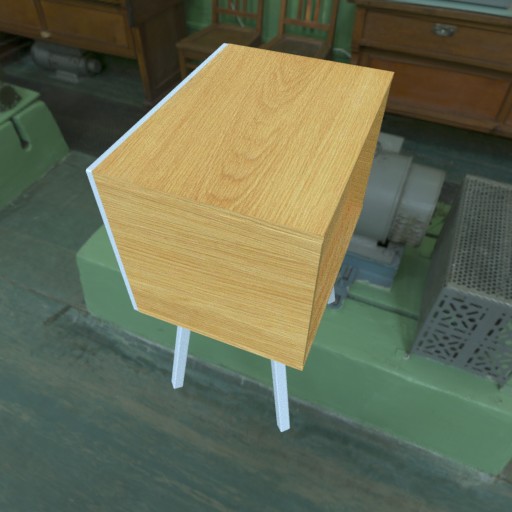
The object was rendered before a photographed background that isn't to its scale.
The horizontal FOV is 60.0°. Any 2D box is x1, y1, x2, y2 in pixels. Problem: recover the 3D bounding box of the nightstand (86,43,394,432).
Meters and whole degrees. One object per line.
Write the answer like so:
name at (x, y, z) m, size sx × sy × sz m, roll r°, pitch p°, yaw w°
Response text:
nightstand at (0.000, 0.000, 0.849) m, size 0.316 × 0.601 × 0.400 m, roll 17°, pitch 50°, yaw 15°
